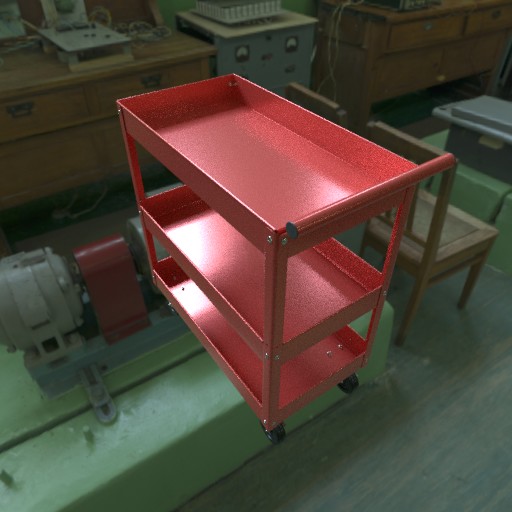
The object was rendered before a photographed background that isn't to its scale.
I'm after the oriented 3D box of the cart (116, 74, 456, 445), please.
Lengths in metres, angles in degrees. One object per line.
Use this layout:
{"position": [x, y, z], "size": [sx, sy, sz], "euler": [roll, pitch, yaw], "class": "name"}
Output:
{"position": [0.000, 0.000, 1.178], "size": [0.366, 0.780, 0.719], "euler": [-25, 46, -26], "class": "cart"}
